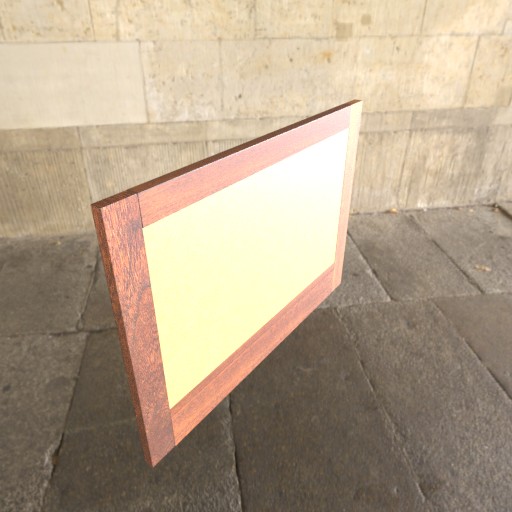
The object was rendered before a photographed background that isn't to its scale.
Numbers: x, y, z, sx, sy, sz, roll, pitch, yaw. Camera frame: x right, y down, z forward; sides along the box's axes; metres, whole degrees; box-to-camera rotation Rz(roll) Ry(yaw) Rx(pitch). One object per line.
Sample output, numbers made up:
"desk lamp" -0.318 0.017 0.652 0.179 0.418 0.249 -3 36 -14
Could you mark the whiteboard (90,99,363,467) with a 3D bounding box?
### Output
"whiteboard" 0.000 0.000 1.009 0.083 0.559 0.783 21 37 31
